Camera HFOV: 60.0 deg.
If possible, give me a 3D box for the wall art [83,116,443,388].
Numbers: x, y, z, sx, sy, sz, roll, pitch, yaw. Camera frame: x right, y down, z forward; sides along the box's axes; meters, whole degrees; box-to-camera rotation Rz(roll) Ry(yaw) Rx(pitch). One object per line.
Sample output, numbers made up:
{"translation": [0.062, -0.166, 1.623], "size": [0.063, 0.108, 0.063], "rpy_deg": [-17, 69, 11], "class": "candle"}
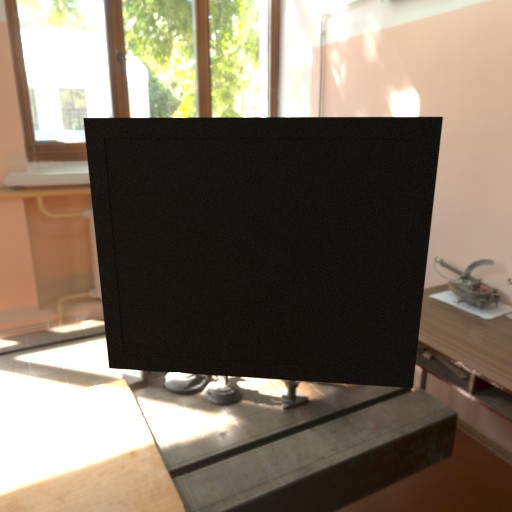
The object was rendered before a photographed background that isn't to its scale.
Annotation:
{"translation": [0.000, 0.000, 0.551], "size": [0.404, 0.329, 0.024], "rpy_deg": [2, 16, 7], "class": "wall art"}
